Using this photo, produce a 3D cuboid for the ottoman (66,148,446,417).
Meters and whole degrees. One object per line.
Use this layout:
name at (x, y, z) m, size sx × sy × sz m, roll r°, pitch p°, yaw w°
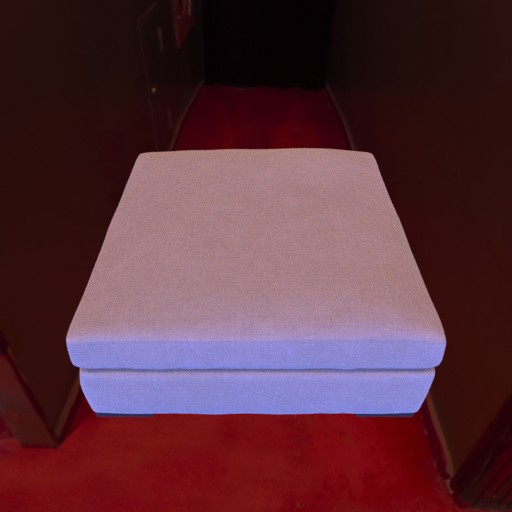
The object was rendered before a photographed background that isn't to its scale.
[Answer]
ottoman at (0.000, 0.000, 1.827) m, size 1.171 × 0.517 × 1.203 m, roll 0°, pitch 41°, yaw 0°
